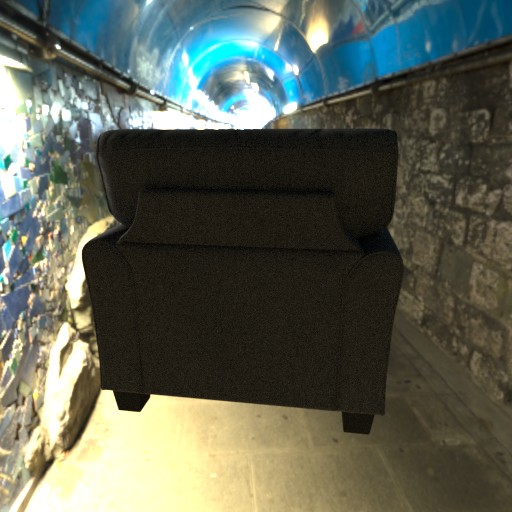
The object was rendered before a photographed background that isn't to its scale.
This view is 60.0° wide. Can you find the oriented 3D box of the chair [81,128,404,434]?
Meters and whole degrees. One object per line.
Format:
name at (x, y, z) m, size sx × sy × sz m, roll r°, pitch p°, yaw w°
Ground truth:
chair at (0.000, 0.000, 1.624) m, size 0.941 × 0.890 × 0.816 m, roll 2°, pitch 15°, yaw 9°
